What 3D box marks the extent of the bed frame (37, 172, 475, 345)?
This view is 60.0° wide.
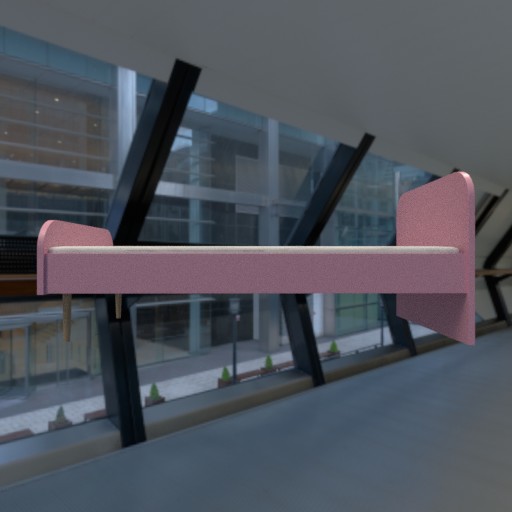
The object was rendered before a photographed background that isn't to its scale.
[{"bbox_3d":[0.000,0.000,2.485,1.963,0.805,0.998,0,0,-1],"label":"bed frame"}]
